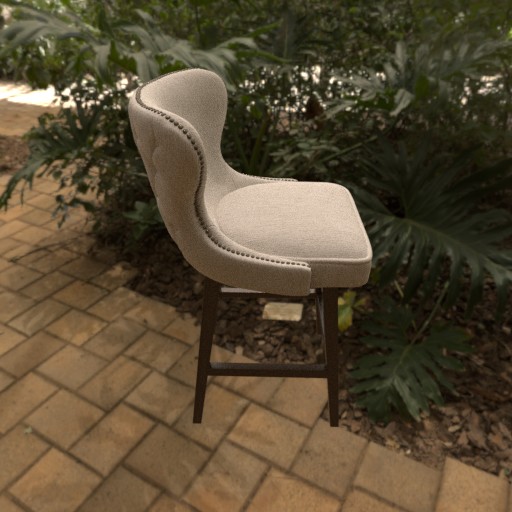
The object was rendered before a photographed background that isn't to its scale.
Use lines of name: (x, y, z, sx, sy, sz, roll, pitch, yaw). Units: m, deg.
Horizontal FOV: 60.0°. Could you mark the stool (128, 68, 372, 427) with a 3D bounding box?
stool: (0.000, 0.000, 1.326, 0.597, 0.972, 0.615, 1, 32, 1)
